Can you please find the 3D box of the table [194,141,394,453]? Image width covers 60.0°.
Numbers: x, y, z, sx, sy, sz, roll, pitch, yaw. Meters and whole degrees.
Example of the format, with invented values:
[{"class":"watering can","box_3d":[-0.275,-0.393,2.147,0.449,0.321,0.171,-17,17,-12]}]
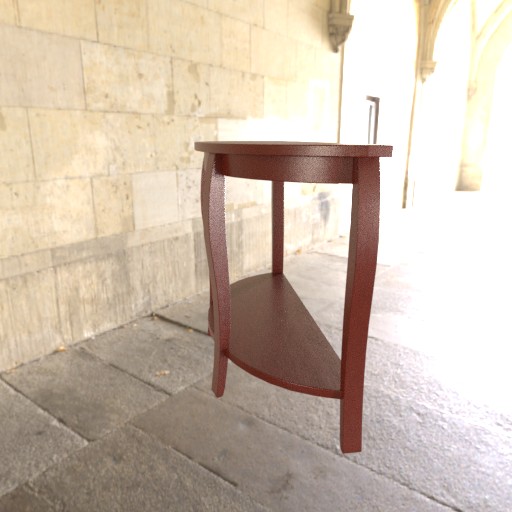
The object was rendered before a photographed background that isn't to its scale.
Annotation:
[{"class":"table","box_3d":[0.000,0.000,1.566,0.405,0.779,1.219,-2,15,-8]}]
